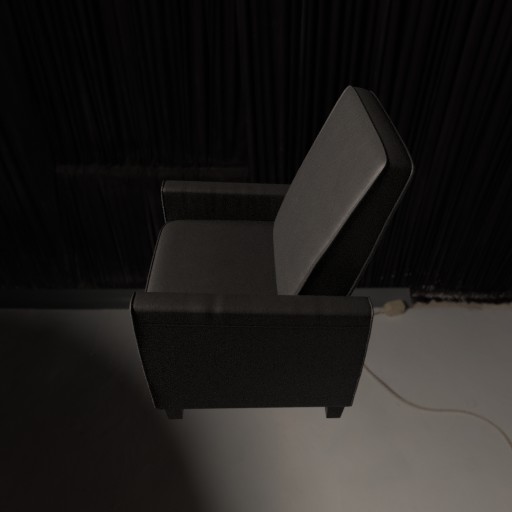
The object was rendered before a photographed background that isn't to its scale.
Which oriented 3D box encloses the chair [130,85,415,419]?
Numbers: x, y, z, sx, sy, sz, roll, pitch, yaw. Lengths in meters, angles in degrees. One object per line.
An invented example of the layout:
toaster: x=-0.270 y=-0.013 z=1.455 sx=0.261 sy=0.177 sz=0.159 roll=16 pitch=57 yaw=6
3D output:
chair: x=0.000 y=0.000 z=1.533 sx=0.746 sy=1.013 sz=0.705 roll=-1 pitch=41 yaw=-1
